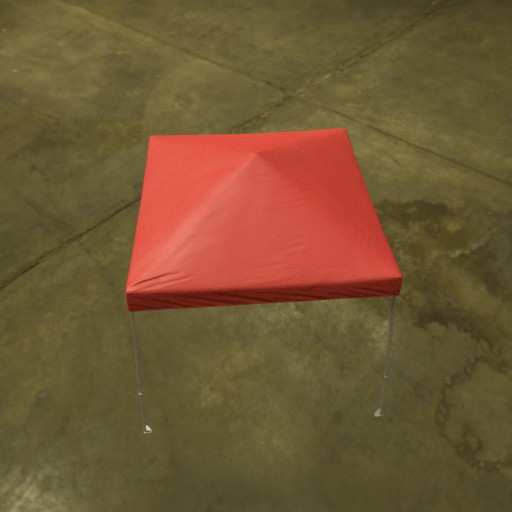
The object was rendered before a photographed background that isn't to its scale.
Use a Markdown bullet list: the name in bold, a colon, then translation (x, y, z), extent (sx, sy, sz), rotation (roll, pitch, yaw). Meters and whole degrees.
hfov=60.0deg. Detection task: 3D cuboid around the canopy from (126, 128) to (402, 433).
- **canopy**: translation (0.000, 0.000, 5.183), extent (2.849, 2.849, 2.848), rotation (-3, 48, -3)
